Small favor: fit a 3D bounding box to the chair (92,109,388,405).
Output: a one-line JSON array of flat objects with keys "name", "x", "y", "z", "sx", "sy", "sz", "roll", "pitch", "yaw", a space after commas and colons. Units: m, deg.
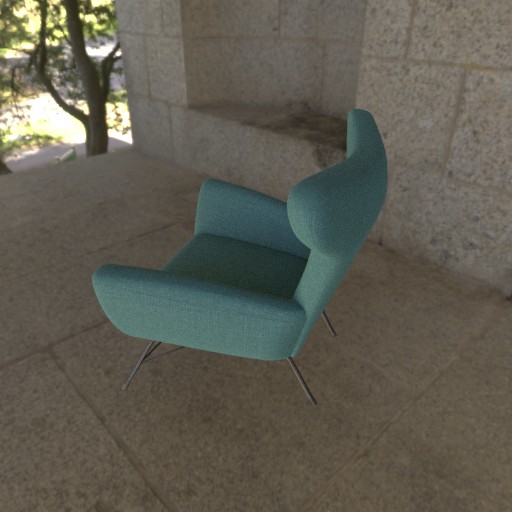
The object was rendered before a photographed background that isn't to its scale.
[{"name": "chair", "x": 0.000, "y": 0.000, "z": 1.733, "sx": 0.900, "sy": 0.980, "sz": 1.050, "roll": 9, "pitch": 31, "yaw": 16}]
